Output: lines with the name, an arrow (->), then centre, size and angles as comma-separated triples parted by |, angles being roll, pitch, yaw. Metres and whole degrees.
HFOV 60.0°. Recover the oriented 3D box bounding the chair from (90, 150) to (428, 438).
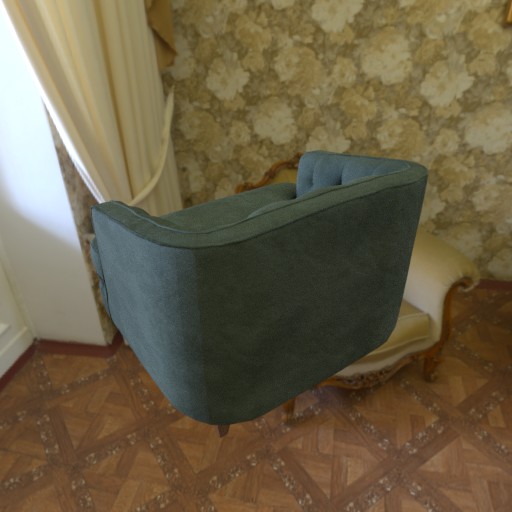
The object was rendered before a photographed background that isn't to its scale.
chair -> 0.000, 0.000, 1.799 | 1.104, 0.852, 0.941 | -20, 37, -29
